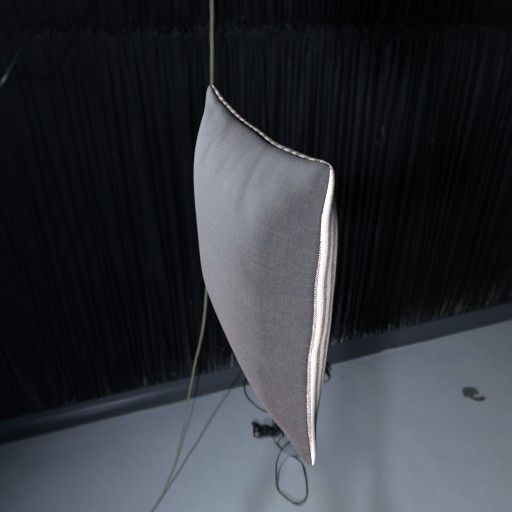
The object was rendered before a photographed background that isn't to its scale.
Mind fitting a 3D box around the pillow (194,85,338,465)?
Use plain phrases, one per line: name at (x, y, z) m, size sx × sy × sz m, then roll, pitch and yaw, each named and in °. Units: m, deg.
pillow at (0.000, 0.000, 0.802) m, size 0.166 × 0.506 × 0.523 m, roll -10°, pitch 32°, yaw -16°
